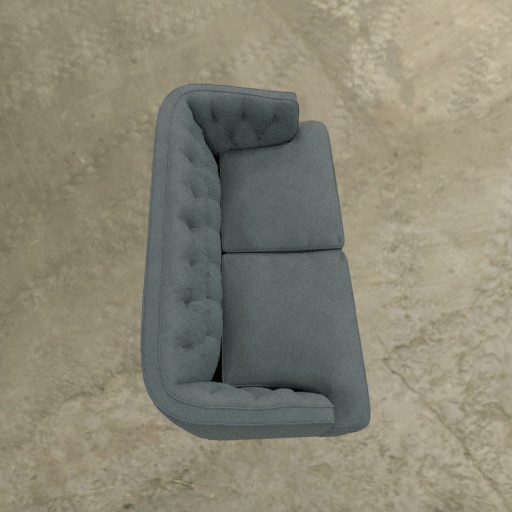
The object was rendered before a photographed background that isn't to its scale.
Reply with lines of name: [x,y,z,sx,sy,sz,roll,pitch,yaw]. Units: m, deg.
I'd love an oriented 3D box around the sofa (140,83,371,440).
sofa: [0.000,0.000,2.284,0.941,0.855,1.733,-2,64,-1]
